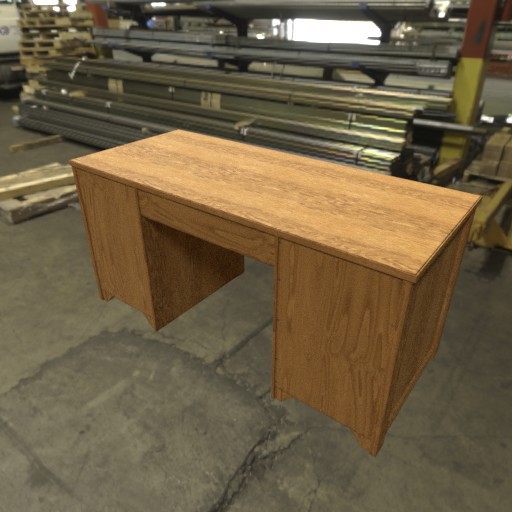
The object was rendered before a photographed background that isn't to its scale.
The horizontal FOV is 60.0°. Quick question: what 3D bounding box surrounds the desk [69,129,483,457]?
[{"bbox_3d":[0.000,0.000,1.980,1.567,0.751,0.685,21,36,31],"label":"desk"}]
